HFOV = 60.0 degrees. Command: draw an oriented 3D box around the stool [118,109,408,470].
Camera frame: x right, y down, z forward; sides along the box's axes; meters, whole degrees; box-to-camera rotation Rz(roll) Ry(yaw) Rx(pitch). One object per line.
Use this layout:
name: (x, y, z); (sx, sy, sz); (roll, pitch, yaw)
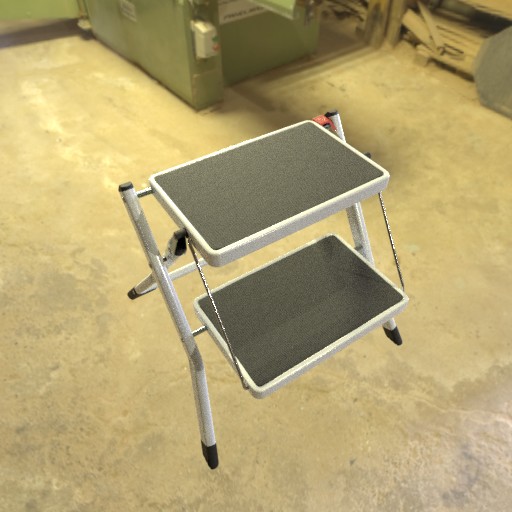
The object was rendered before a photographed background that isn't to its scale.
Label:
stool: (0.000, 0.000, 0.851); (0.485, 0.445, 0.490); (-25, 51, -22)
